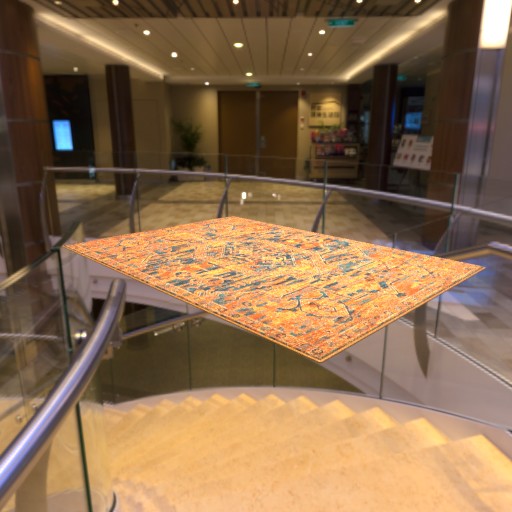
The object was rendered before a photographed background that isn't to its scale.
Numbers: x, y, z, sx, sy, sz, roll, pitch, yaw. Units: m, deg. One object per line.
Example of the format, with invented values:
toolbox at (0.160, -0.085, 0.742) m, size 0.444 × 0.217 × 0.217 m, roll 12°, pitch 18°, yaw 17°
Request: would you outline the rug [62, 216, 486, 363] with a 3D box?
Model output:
rug at (0.000, 0.000, 3.680) m, size 2.043 × 0.019 × 2.916 m, roll -15°, pitch 22°, yaw -42°
